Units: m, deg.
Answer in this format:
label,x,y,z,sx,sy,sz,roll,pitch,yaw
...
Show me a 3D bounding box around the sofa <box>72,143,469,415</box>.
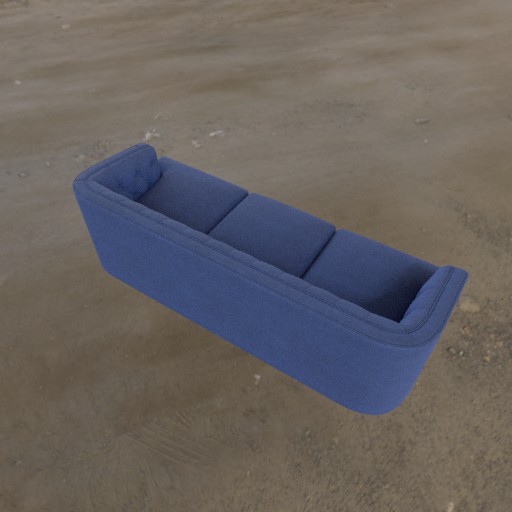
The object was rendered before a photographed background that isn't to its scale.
label,x,y,z,sx,sy,sz,roll,pitch,yaw
sofa,0.000,0.000,2.678,2.235,0.787,0.914,25,52,22
